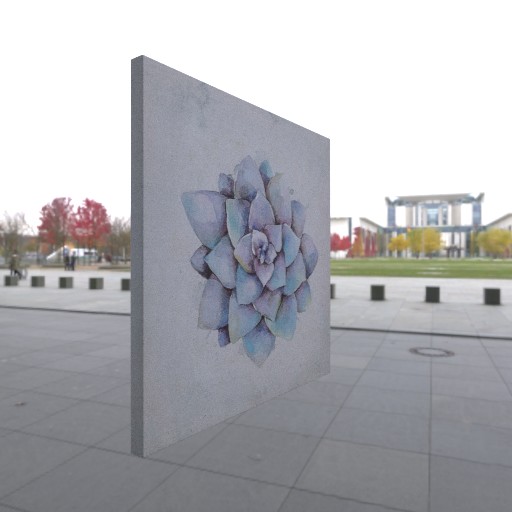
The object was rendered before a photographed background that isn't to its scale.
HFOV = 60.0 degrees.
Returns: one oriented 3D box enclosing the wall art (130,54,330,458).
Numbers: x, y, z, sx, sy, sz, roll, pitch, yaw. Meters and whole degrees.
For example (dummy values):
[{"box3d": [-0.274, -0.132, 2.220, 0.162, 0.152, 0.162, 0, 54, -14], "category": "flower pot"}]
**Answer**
[{"box3d": [0.000, 0.000, 1.150, 0.038, 0.762, 0.762, 0, 0, 37], "category": "wall art"}]
